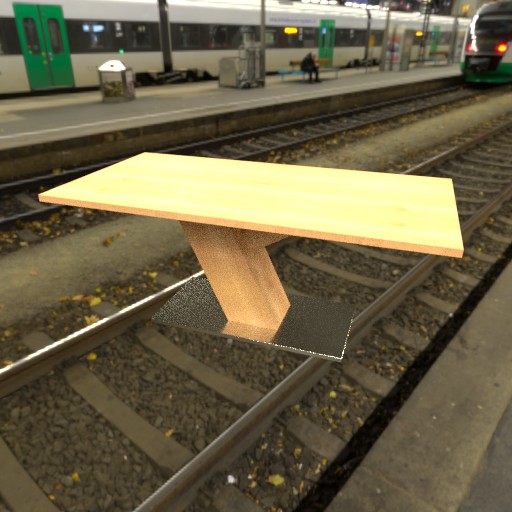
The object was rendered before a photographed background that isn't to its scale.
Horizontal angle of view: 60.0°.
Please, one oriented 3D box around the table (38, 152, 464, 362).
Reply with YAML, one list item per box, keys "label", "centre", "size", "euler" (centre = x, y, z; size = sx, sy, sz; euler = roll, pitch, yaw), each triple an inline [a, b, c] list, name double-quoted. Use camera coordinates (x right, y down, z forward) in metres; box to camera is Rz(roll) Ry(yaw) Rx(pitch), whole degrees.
- label: "table"
  centre: [0.000, 0.000, 2.310]
  size: [1.800, 0.750, 0.900]
  euler: [9, 27, 17]
